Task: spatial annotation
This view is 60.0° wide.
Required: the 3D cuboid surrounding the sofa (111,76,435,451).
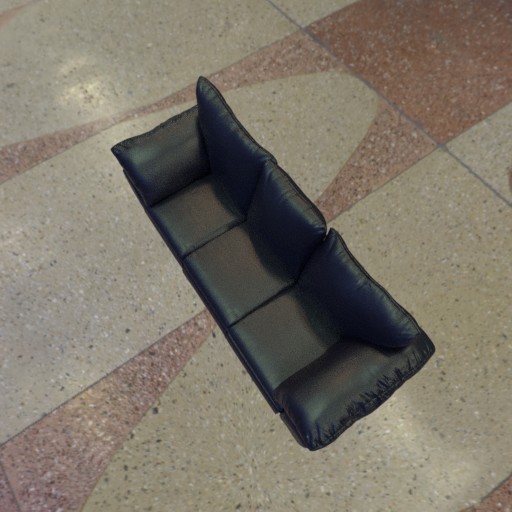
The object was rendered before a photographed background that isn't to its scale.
[{"bbox_3d":[0.000,0.000,2.917,0.880,1.073,2.336,-31,68,-14],"label":"sofa"}]
